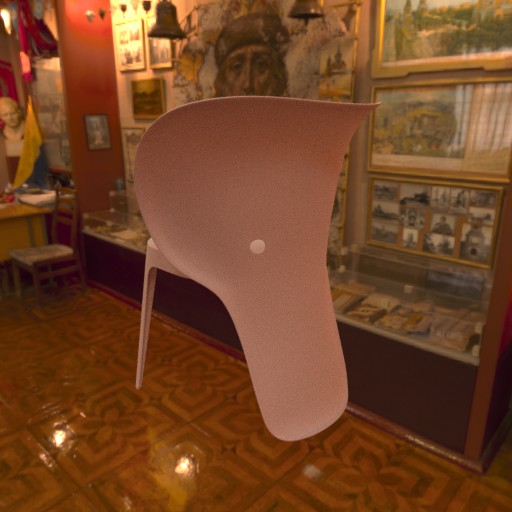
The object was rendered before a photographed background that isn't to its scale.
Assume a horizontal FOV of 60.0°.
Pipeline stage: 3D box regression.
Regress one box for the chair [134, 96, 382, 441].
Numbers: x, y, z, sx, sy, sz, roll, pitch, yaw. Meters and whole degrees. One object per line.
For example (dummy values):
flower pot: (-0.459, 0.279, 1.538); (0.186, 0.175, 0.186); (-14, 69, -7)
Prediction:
chair: (0.000, 0.000, 0.846); (0.402, 0.554, 0.451); (16, 23, 42)
